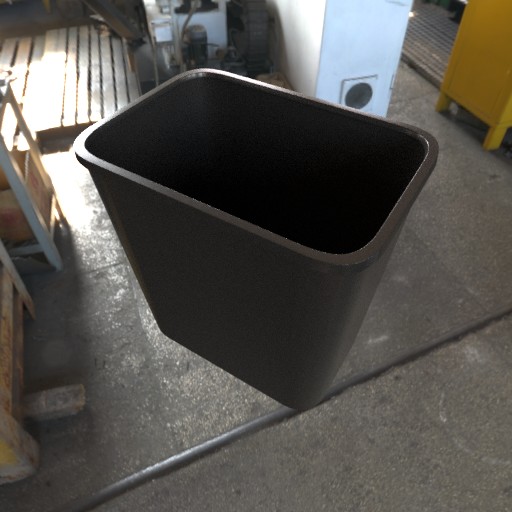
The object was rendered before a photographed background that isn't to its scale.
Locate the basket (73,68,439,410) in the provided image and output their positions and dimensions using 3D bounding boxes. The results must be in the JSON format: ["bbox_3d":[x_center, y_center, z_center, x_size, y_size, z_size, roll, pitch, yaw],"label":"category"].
[{"bbox_3d":[0.000,0.000,0.519,0.300,0.307,0.211,25,51,21],"label":"basket"}]
